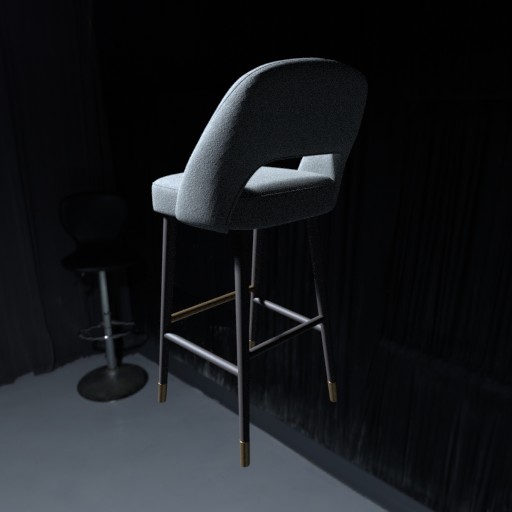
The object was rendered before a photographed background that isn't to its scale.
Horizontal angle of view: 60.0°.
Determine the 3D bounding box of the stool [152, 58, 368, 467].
[{"bbox_3d":[0.000,0.000,1.379,0.536,1.089,0.524,-17,24,-42],"label":"stool"}]
